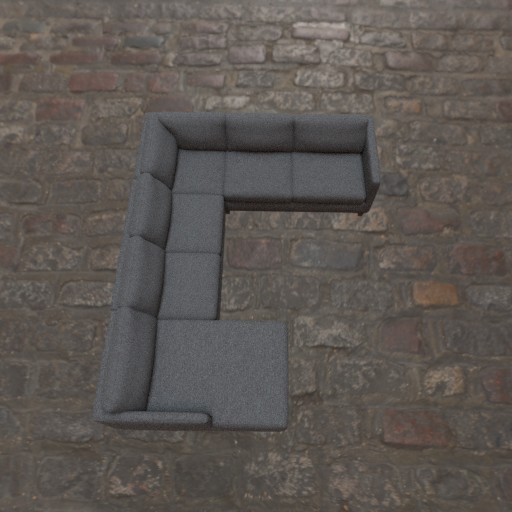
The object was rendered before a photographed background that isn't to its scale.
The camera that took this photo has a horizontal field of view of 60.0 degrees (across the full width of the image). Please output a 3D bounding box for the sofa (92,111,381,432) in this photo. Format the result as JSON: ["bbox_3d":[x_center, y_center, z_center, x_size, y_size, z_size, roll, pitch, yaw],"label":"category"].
[{"bbox_3d":[0.000,0.000,4.399,2.551,0.853,3.238,1,64,0],"label":"sofa"}]
